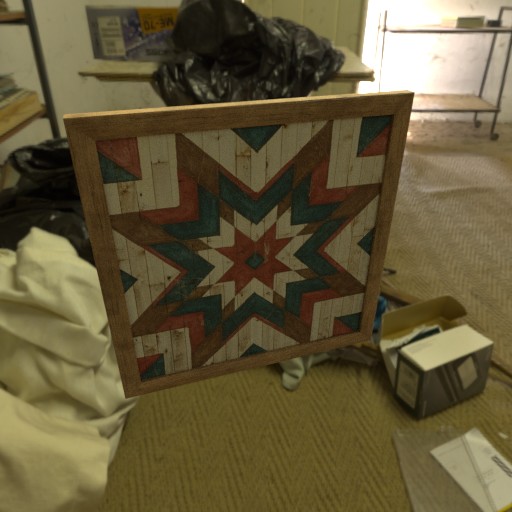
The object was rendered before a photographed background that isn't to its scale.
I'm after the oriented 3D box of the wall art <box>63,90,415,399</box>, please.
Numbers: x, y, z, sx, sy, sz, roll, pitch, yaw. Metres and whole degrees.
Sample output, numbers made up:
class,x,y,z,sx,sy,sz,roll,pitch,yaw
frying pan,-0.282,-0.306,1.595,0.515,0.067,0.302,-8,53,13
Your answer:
class,x,y,z,sx,sy,sz,roll,pitch,yaw
wall art,0.000,0.000,1.031,0.695,0.691,0.029,-10,33,-15
